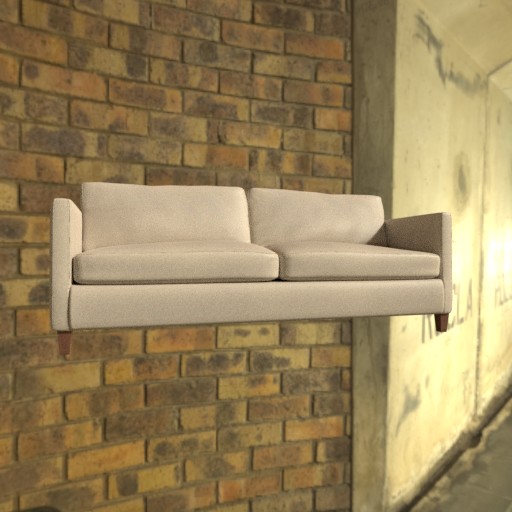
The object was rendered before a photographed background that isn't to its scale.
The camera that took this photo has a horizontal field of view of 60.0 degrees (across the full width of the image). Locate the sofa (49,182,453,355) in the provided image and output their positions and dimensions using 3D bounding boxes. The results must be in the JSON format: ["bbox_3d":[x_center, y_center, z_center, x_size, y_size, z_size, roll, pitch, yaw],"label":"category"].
[{"bbox_3d":[0.000,0.000,2.891,2.361,0.968,0.951,0,0,-17],"label":"sofa"}]
